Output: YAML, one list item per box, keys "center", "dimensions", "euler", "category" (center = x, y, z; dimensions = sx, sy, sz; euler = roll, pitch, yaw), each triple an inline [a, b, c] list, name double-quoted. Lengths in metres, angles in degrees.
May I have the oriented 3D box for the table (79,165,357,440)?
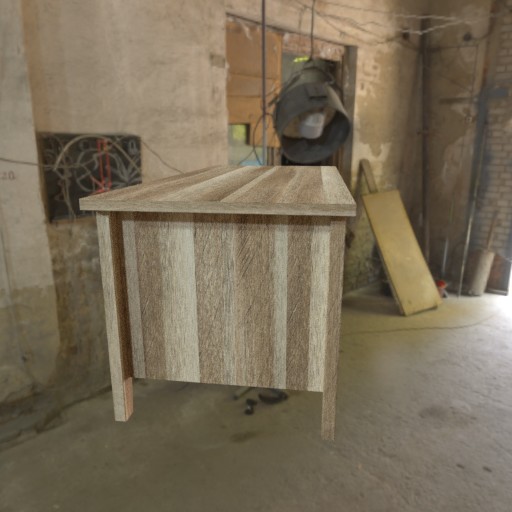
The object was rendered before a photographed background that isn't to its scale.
- center: [0.000, 0.000, 1.354]
  dimensions: [0.493, 0.480, 1.095]
  euler: [2, 15, 8]
  category: "table"
